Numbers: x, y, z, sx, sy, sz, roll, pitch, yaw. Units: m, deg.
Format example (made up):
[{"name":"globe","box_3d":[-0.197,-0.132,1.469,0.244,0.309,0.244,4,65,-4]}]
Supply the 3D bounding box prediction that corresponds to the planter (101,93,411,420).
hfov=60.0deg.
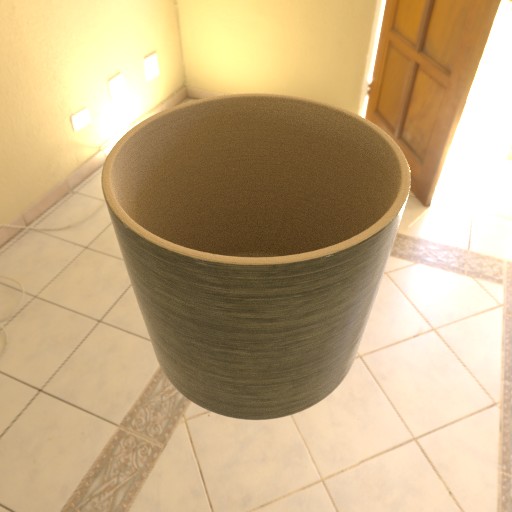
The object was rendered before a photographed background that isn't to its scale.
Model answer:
[{"name":"planter","box_3d":[0.000,0.000,0.396,0.221,0.201,0.221,0,44,0]}]
